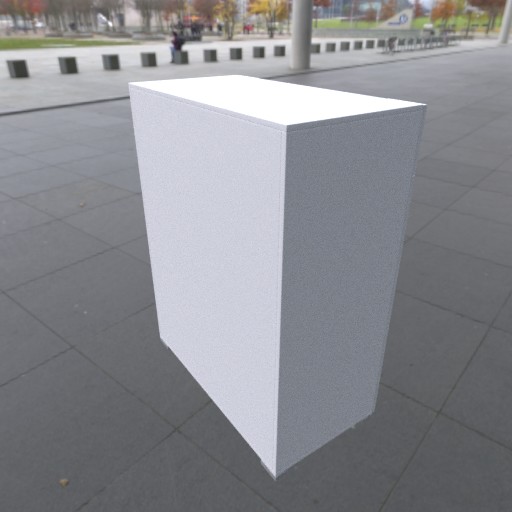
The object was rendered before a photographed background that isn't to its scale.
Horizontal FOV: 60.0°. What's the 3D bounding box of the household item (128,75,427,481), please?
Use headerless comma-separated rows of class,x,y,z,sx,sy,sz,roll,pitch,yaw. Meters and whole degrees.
household item,0.000,0.000,1.441,0.420,1.010,0.790,-18,33,-31
